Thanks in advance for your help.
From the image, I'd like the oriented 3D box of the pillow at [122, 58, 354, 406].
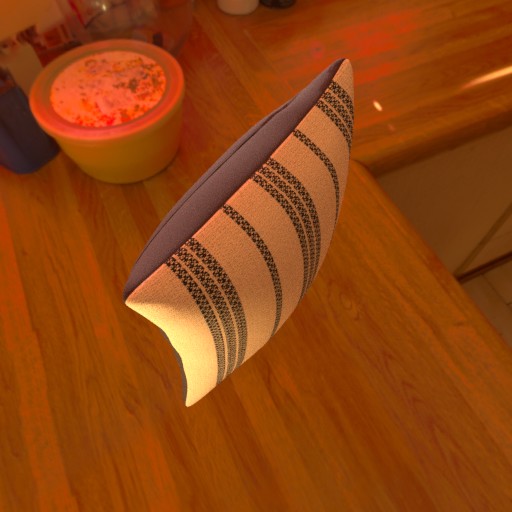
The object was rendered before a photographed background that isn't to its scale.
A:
[{"bbox_3d":[0.000,0.000,0.638,0.173,0.406,0.405,31,64,17],"label":"pillow"}]
